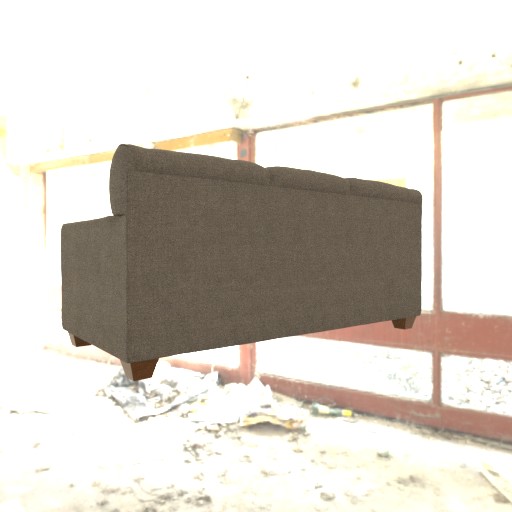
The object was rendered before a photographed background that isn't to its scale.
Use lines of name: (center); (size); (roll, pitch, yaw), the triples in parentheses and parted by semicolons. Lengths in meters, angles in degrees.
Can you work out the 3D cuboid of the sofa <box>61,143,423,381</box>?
sofa: (0.000, 0.000, 2.661); (2.024, 0.958, 0.997); (-1, 1, -38)
